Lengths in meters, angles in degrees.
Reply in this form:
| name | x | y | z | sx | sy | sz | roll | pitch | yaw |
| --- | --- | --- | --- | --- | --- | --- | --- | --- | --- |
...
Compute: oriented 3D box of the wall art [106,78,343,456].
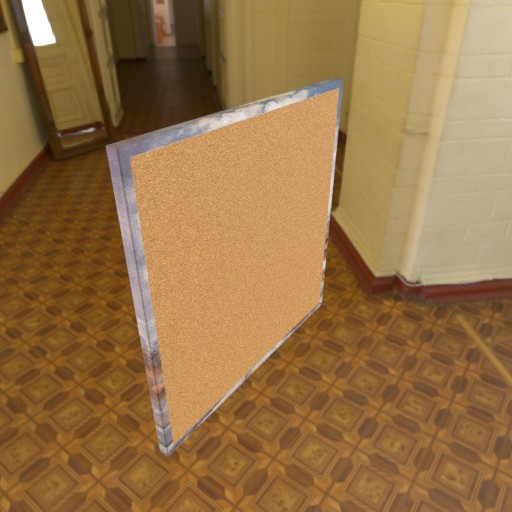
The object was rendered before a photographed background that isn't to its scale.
| name | x | y | z | sx | sy | sz | roll | pitch | yaw |
| --- | --- | --- | --- | --- | --- | --- | --- | --- | --- |
| wall art | 0.000 | 0.000 | 1.530 | 0.040 | 1.020 | 1.010 | 21 | 37 | 31 |
